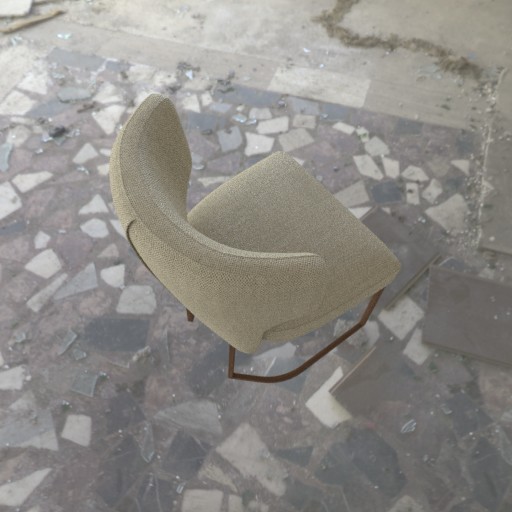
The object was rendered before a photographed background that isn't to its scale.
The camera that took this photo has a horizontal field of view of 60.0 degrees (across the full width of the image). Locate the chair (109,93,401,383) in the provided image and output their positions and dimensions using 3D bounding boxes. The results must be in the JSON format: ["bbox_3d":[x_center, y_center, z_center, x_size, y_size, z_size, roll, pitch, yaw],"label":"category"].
[{"bbox_3d":[0.000,0.000,1.250,0.617,0.824,0.611,-32,63,-18],"label":"chair"}]
